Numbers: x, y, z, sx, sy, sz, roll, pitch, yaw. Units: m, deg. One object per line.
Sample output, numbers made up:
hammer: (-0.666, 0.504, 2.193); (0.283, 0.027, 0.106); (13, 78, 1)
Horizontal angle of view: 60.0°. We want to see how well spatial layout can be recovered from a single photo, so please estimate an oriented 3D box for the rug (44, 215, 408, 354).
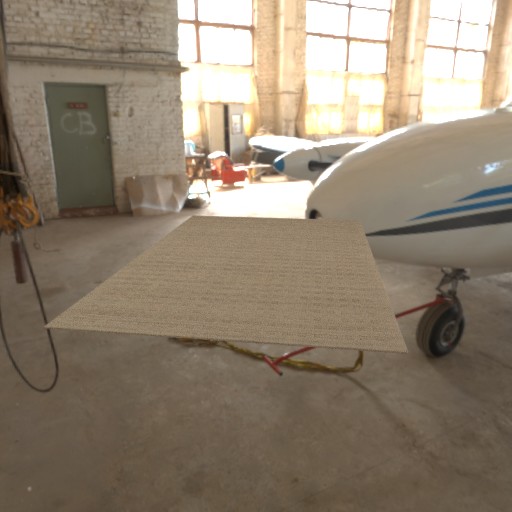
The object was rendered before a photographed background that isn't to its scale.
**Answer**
rug: (0.000, 0.000, 2.189); (1.142, 0.006, 1.752); (2, 17, 8)
